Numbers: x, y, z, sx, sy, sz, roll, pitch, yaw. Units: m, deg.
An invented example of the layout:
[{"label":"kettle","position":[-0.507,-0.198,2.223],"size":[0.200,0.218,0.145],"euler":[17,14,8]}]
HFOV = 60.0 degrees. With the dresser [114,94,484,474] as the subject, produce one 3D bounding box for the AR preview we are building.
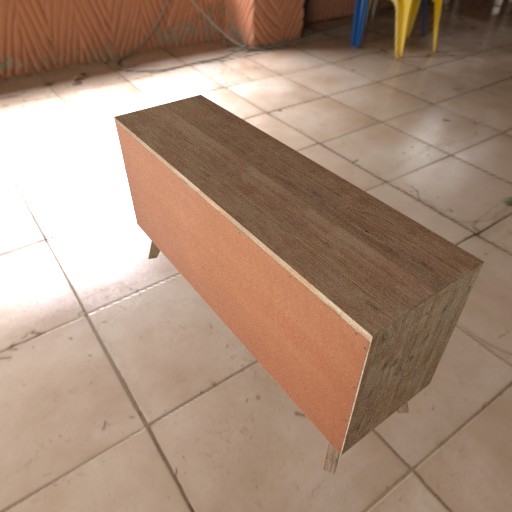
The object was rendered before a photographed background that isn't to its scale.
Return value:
[{"label":"dresser","position":[0.000,0.000,1.882],"size":[0.455,0.805,1.554],"euler":[-25,47,-27]}]
